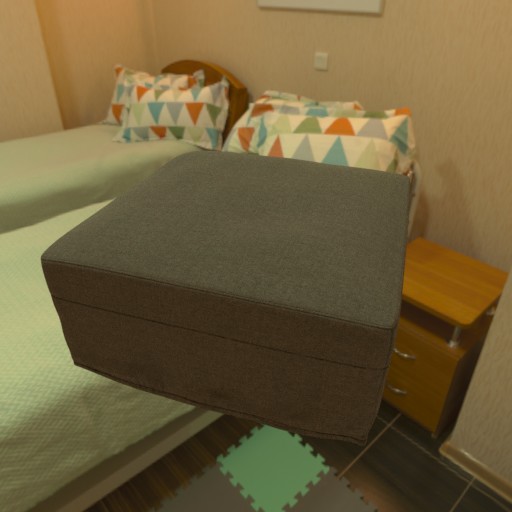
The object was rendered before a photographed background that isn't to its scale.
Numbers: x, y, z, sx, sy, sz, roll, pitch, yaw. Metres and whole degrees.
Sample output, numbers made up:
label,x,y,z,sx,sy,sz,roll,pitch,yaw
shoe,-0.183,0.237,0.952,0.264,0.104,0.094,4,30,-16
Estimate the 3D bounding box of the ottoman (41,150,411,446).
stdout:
label,x,y,z,sx,sy,sz,roll,pitch,yaw
ottoman,0.000,0.000,1.344,0.840,0.436,0.843,10,33,16
